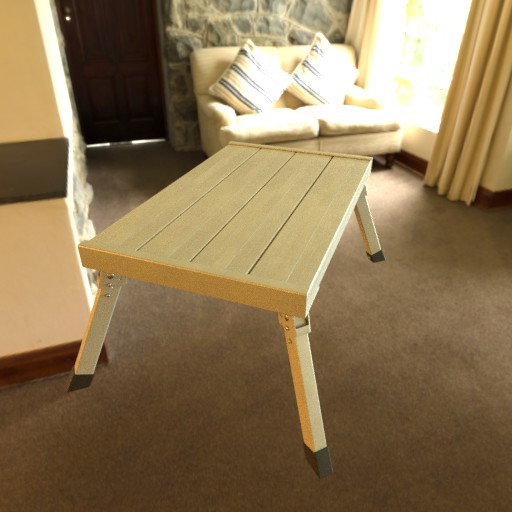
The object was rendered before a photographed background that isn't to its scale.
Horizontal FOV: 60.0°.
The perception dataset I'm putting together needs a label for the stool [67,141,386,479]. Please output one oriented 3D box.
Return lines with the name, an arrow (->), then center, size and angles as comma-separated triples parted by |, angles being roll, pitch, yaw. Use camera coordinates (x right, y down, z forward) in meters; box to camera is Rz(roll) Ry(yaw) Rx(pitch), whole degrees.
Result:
stool -> 0.000, 0.000, 0.722 | 0.385, 0.225, 0.535 | 11, 33, 18
